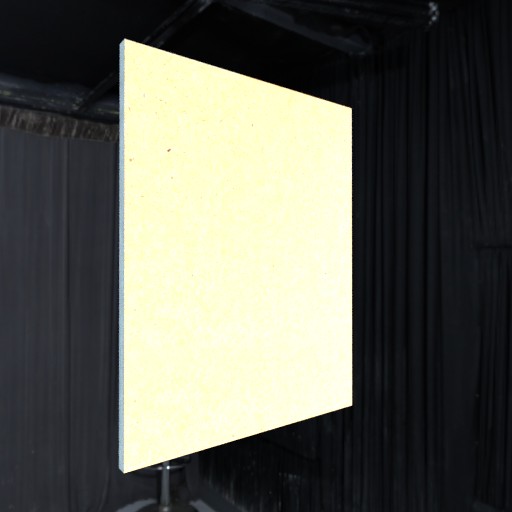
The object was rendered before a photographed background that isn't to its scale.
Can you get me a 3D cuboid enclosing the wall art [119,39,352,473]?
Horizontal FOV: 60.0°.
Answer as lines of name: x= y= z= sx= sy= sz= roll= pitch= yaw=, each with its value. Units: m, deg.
wall art: x=0.000 y=0.000 z=0.779 sx=0.481 sy=0.613 sz=0.020 roll=0 pitch=0 yaw=-37
